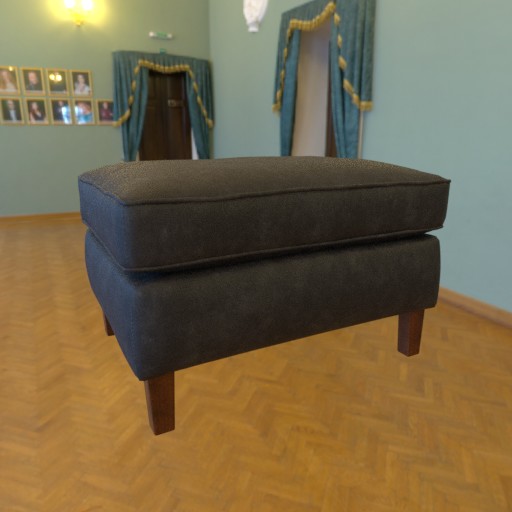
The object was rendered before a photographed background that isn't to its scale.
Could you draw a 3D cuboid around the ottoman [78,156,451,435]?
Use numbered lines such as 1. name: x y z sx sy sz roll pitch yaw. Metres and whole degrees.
1. ottoman: 0.000 0.000 0.970 0.665 0.413 0.501 -8 17 -27
